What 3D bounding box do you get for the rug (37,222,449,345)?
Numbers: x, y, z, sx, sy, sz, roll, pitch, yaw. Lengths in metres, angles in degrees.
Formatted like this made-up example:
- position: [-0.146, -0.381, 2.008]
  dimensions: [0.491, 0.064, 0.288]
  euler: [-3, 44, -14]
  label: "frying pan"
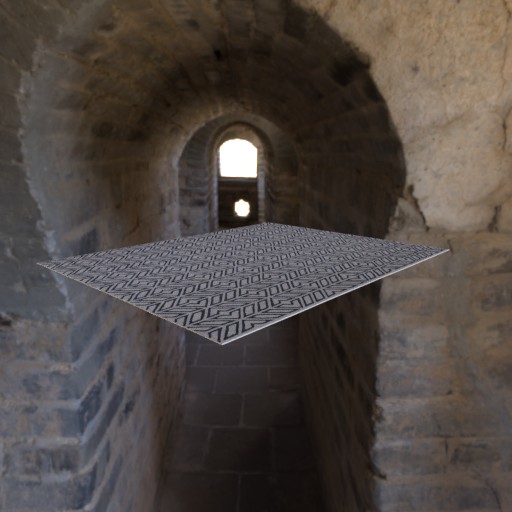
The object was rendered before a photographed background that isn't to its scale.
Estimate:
- position: [0.000, 0.000, 4.150]
  dimensions: [2.421, 0.008, 3.045]
  euler: [13, 18, 42]
  label: "rug"
